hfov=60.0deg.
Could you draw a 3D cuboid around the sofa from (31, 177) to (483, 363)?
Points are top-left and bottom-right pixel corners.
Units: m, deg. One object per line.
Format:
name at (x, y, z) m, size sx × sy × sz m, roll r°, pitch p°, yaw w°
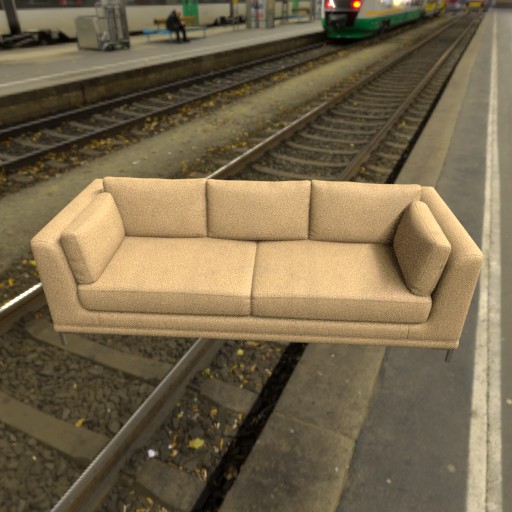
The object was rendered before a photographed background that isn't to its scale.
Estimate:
sofa at (0.000, 0.000, 2.888) m, size 2.415 × 0.867 × 0.969 m, roll 2°, pitch 30°, yaw 3°
